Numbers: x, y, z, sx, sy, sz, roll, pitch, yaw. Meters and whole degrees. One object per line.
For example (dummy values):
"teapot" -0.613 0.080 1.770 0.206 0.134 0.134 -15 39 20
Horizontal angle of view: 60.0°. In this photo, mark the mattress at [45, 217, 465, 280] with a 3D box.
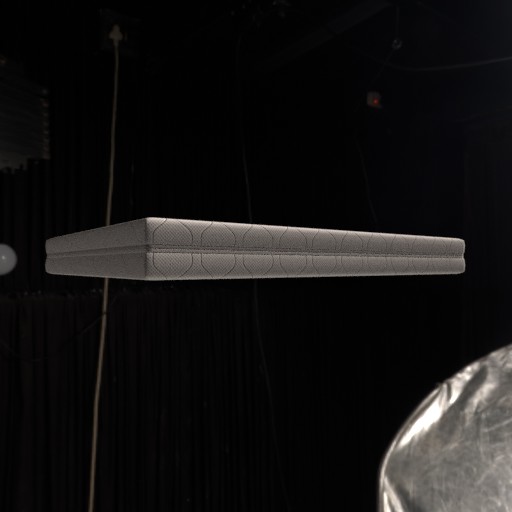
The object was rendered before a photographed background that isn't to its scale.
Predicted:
"mattress" 0.000 0.000 2.487 1.900 0.200 1.400 1 -2 -37
